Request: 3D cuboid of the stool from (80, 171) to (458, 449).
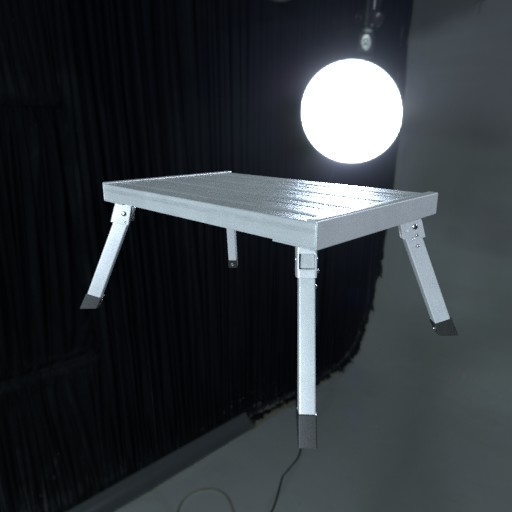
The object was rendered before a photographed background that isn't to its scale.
[{"bbox_3d":[0.000,0.000,0.722,0.535,0.225,0.385,16,22,43],"label":"stool"}]
